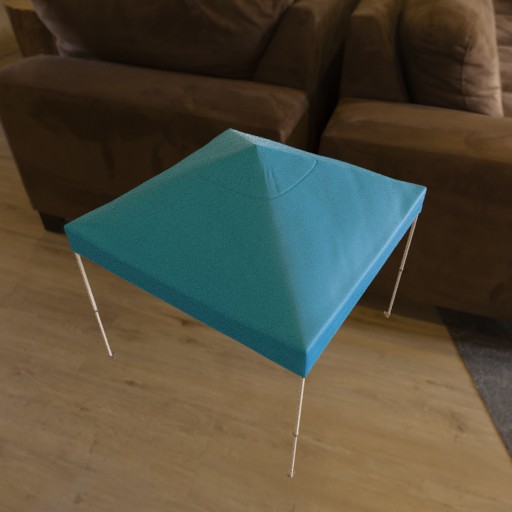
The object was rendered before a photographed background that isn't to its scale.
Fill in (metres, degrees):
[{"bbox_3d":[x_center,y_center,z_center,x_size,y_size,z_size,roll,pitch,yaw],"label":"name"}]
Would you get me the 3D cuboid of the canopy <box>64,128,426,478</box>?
[{"bbox_3d":[0.000,0.000,5.525,2.998,2.997,2.996,24,46,25],"label":"canopy"}]
